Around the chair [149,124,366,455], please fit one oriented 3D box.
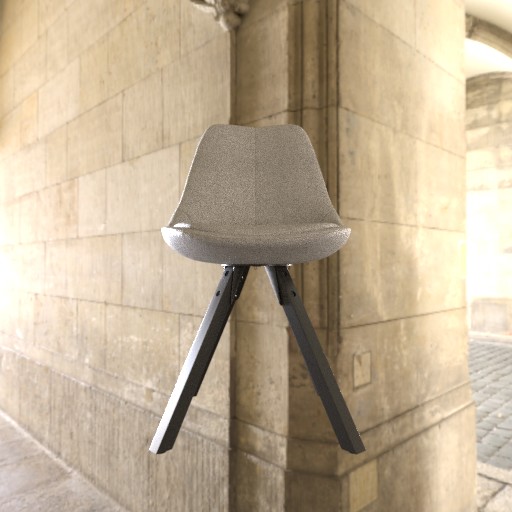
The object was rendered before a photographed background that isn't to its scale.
[{"bbox_3d":[0.000,0.000,1.178,0.485,0.850,0.550,0,-1,-1],"label":"chair"}]
